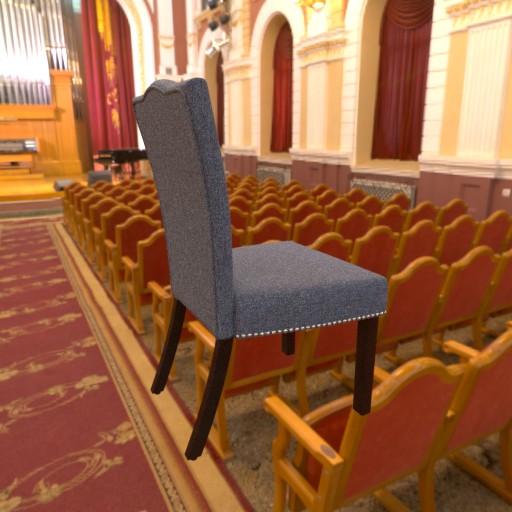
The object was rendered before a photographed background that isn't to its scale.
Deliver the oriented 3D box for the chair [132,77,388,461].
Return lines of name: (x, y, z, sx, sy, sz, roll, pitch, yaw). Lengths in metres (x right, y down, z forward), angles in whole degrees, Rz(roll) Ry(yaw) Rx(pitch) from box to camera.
chair: (0.000, 0.000, 1.307, 0.589, 0.946, 0.518, -8, 17, -27)
